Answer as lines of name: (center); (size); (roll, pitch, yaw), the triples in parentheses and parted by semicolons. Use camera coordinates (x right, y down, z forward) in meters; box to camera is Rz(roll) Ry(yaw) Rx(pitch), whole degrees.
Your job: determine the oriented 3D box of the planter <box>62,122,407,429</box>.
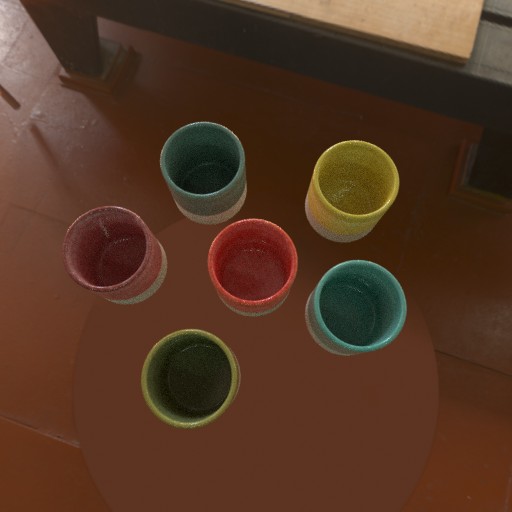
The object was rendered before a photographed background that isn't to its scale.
planter: (0.000, 0.000, 0.406); (0.286, 0.075, 0.257); (-36, 78, -9)
